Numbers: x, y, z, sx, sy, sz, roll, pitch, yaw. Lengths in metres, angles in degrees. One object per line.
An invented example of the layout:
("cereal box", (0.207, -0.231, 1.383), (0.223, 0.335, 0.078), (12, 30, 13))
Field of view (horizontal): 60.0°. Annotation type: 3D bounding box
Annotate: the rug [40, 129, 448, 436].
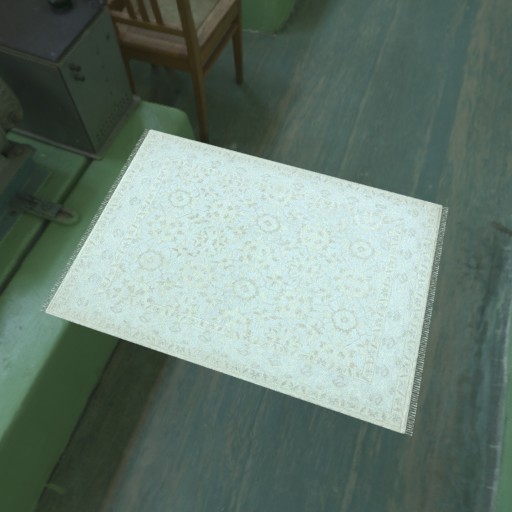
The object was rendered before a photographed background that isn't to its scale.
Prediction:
("rug", (0.000, 0.000, 2.822), (2.233, 0.011, 1.514), (16, 64, 8))
